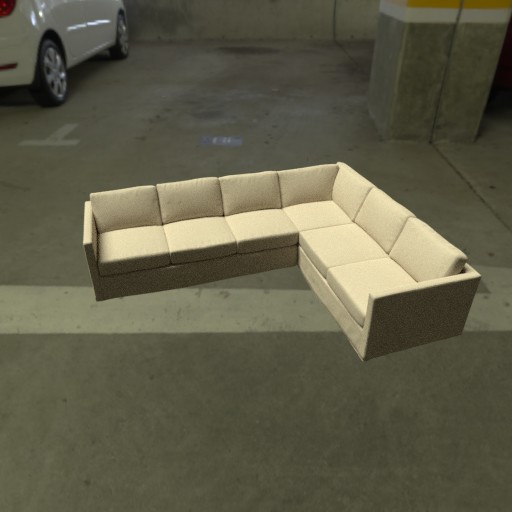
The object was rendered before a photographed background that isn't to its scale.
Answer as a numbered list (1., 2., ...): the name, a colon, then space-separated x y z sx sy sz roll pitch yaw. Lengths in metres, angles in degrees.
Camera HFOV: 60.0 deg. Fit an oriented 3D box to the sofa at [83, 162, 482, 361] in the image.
1. sofa: 0.000 0.000 4.372 3.182 0.871 2.432 -9 34 -14
